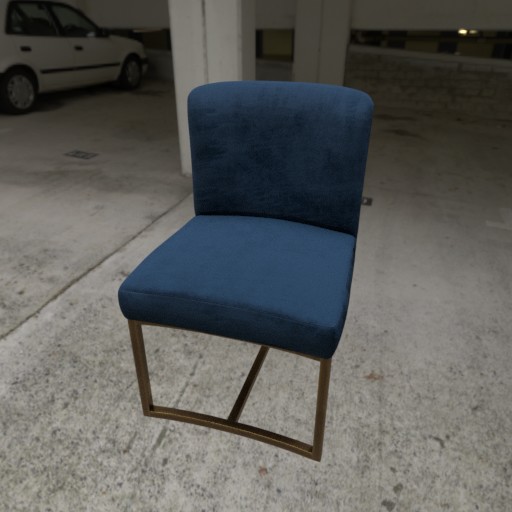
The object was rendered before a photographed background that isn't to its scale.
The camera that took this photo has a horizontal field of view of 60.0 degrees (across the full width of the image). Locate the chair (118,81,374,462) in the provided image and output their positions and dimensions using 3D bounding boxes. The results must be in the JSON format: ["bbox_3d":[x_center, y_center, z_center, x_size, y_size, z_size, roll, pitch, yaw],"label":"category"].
[{"bbox_3d":[0.000,0.000,1.190,0.530,0.824,0.560,8,29,15],"label":"chair"}]
